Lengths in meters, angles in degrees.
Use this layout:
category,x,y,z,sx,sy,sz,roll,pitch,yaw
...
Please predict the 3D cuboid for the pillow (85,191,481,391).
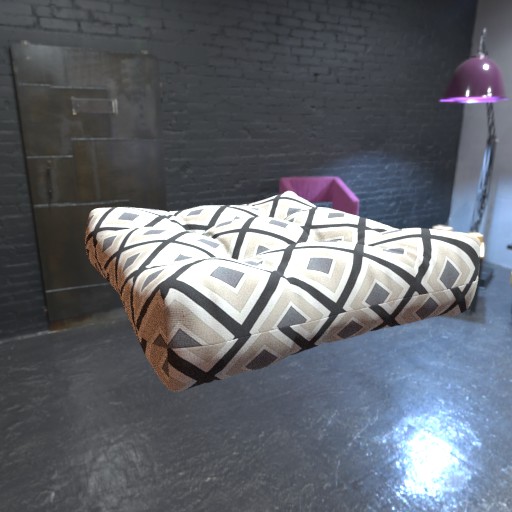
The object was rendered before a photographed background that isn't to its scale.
category,x,y,z,sx,sy,sz,roll,pitch,yaw
pillow,0.000,0.000,0.712,0.468,0.128,0.490,-9,18,-27
